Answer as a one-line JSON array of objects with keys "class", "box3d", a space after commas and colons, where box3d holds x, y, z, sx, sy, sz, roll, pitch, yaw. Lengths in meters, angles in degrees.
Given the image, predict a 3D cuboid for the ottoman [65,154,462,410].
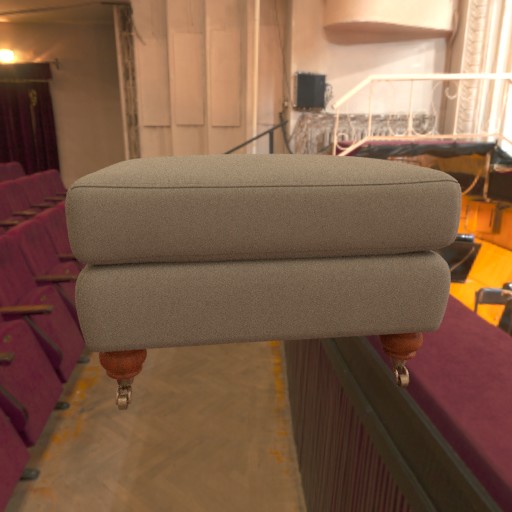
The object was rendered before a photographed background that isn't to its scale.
[{"class": "ottoman", "box3d": [0.000, 0.000, 1.124, 0.773, 0.499, 0.569, -2, 16, -7]}]
